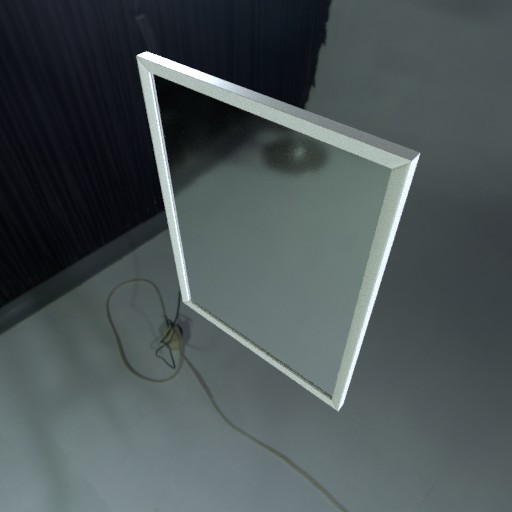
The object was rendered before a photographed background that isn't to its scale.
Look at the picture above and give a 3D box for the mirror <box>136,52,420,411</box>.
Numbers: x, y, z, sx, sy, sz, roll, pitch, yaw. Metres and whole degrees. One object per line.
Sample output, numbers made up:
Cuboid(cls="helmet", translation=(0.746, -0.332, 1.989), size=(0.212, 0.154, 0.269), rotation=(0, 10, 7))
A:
Cuboid(cls="mirror", translation=(0.000, 0.000, 1.347), size=(0.762, 1.016, 0.040), rotation=(30, 53, 26))
